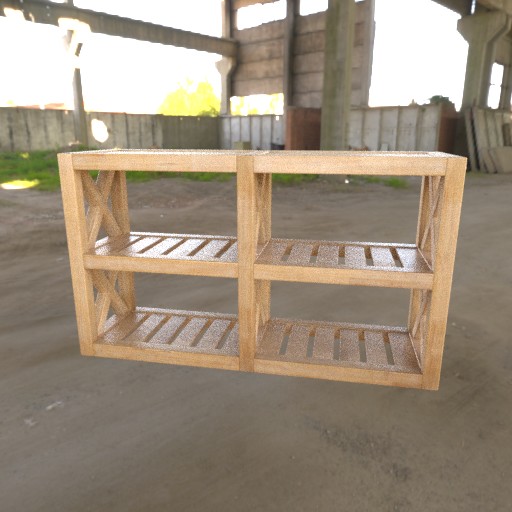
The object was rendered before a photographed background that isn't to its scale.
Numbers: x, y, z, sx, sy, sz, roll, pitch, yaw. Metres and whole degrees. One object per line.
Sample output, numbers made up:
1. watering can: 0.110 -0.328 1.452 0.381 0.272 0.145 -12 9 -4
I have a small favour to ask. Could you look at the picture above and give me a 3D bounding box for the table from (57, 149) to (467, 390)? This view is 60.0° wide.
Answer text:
1. table: 0.000 0.000 1.673 1.320 0.762 0.381 3 16 10
